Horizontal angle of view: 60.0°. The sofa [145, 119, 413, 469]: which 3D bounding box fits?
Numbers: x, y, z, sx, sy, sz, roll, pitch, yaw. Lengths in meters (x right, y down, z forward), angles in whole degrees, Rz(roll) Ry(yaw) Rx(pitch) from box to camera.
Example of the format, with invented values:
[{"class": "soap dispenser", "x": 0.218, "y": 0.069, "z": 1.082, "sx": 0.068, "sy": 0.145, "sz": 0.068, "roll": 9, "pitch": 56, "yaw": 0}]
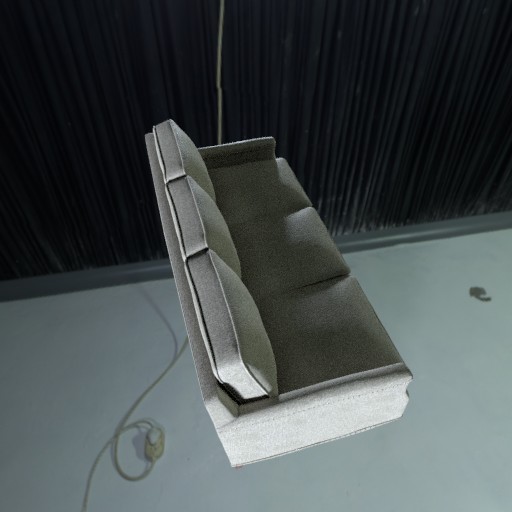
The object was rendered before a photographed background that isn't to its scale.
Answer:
[{"class": "sofa", "x": 0.000, "y": 0.000, "z": 2.867, "sx": 1.084, "sy": 1.003, "sz": 2.246, "roll": -12, "pitch": 48, "yaw": -11}]
